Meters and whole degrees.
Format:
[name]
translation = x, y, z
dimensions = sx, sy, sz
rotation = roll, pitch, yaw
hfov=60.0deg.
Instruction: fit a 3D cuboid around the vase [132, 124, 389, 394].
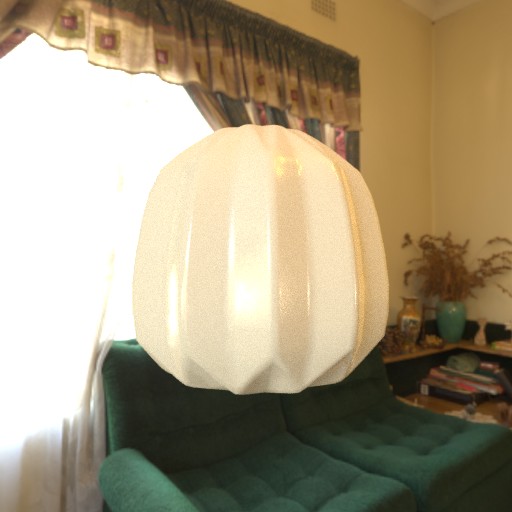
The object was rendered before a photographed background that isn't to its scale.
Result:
[vase]
translation = 0.000, 0.000, 0.249
dimensions = 0.139, 0.134, 0.139
rotation = 0, 0, 0
